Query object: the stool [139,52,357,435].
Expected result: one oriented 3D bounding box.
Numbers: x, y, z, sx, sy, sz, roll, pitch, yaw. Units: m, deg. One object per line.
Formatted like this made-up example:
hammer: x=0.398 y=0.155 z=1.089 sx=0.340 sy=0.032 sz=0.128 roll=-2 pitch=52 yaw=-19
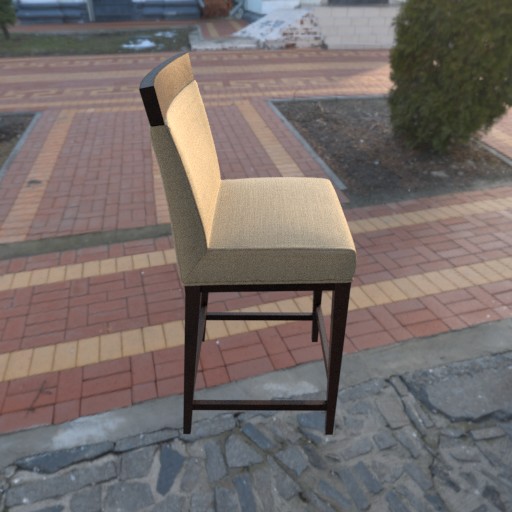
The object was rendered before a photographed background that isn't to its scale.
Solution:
stool: x=0.000 y=0.000 z=1.399 sx=0.531 sy=1.117 sz=0.511 roll=0 pitch=32 yaw=0
